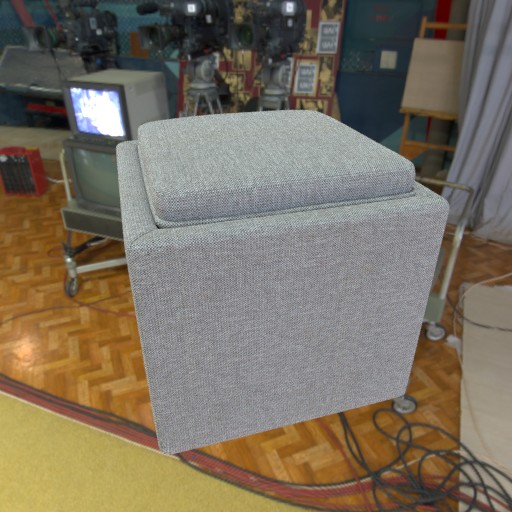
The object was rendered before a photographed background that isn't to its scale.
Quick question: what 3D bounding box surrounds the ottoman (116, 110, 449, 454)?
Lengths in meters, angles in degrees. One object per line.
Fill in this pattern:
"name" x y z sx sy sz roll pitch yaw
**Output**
"ottoman" 0.000 0.000 0.834 0.450 0.460 0.450 -9 32 -14
